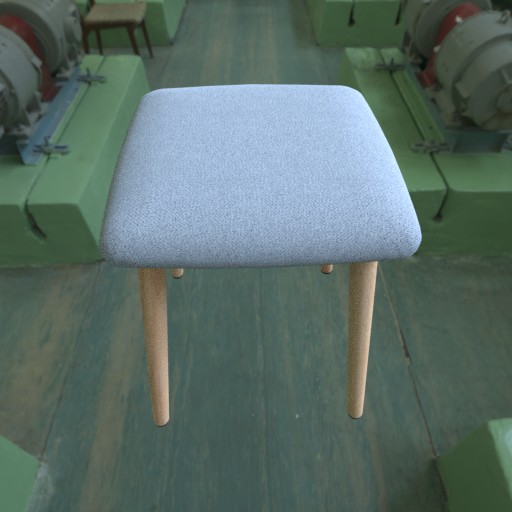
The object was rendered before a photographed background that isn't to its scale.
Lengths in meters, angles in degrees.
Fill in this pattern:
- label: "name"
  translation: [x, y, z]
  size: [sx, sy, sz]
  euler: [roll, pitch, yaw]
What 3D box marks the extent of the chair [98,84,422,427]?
- label: "chair"
  translation: [0.000, 0.000, 0.688]
  size: [0.350, 0.440, 0.350]
  euler: [-2, 46, -2]
